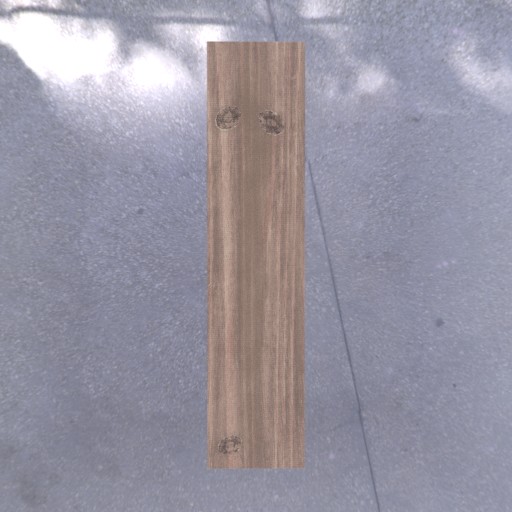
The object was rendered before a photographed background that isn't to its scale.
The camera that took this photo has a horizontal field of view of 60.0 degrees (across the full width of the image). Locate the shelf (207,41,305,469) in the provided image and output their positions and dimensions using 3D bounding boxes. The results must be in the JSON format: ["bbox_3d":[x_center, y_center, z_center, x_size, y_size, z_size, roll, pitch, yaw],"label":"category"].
[{"bbox_3d":[0.000,0.000,0.642,0.140,0.020,0.610,0,91,-1],"label":"shelf"}]
